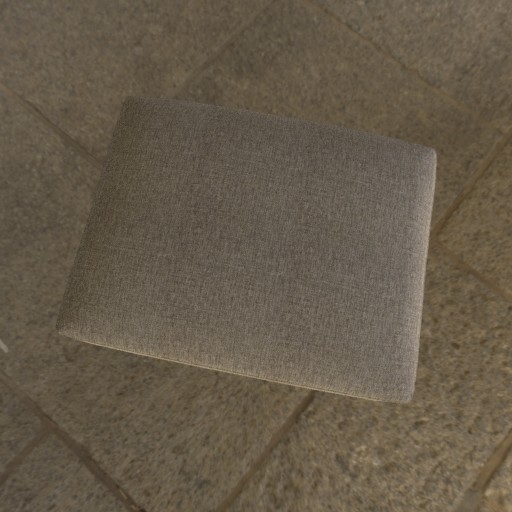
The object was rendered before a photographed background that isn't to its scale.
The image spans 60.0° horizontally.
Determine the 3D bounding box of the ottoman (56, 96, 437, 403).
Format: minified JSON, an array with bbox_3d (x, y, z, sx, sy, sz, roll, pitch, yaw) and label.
[{"bbox_3d":[0.000,0.000,1.123,0.741,0.513,0.584,11,76,3],"label":"ottoman"}]
